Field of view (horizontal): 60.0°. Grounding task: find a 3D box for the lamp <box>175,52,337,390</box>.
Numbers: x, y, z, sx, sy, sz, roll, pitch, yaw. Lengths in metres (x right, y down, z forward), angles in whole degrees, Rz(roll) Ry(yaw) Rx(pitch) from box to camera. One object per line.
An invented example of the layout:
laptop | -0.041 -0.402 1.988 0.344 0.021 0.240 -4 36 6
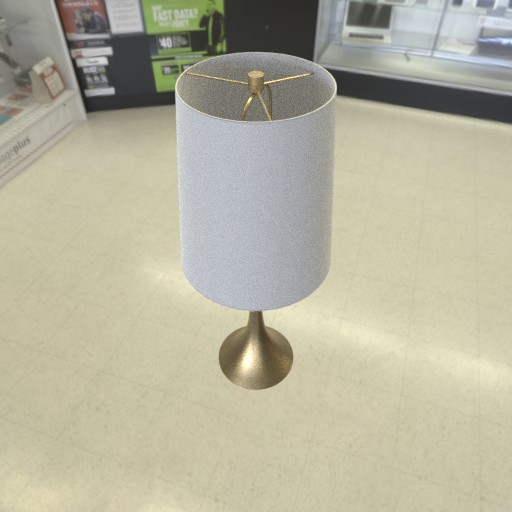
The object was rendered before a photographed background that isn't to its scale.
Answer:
lamp | 0.000 0.000 0.692 0.231 0.569 0.231 0 45 0
